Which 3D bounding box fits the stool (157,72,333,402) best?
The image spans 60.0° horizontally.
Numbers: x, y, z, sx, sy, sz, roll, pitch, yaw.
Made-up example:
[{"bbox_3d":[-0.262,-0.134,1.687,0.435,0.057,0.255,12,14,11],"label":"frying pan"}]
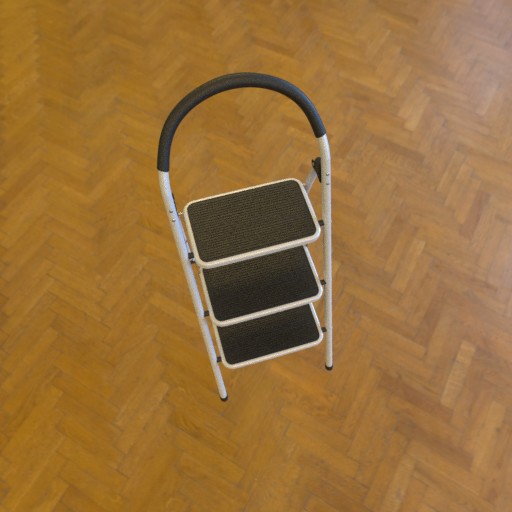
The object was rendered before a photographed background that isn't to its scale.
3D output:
[{"bbox_3d":[0.000,0.000,1.484,0.485,1.109,0.676,-14,64,-7],"label":"stool"}]
